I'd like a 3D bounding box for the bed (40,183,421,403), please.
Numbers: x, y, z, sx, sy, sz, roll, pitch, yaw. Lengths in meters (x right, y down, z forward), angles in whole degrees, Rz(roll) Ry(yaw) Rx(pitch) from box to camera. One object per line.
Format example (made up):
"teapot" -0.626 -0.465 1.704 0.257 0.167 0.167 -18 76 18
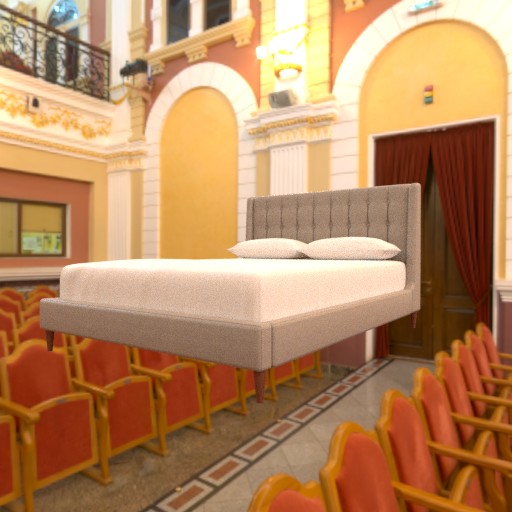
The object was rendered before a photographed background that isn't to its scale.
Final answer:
"bed" 0.000 0.000 3.114 1.656 1.147 2.232 1 1 36
